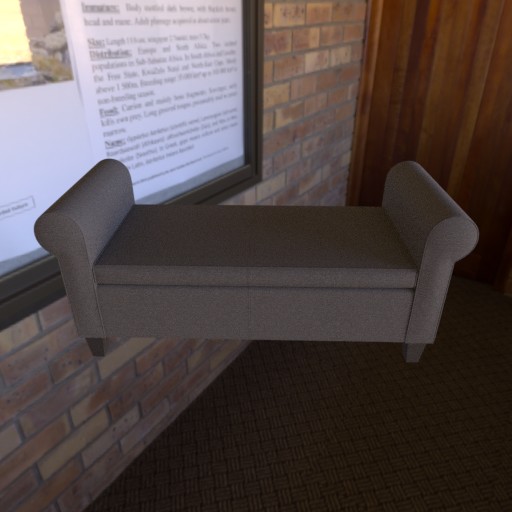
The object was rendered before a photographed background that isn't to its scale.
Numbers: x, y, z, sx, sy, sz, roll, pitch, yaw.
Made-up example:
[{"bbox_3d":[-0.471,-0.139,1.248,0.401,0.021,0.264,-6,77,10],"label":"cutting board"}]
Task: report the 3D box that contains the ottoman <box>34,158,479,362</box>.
[{"bbox_3d":[0.000,0.000,1.569,1.256,0.547,0.521,1,29,1],"label":"ottoman"}]
